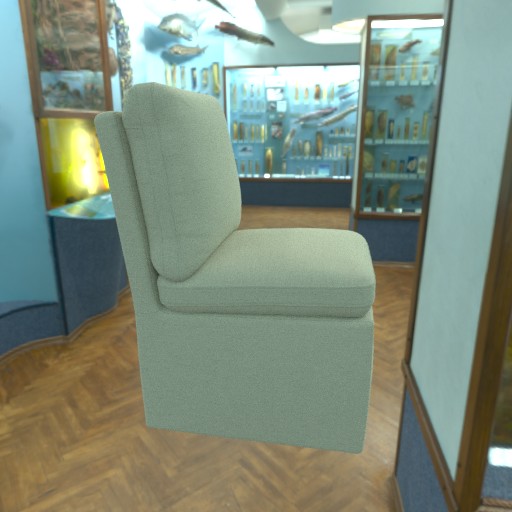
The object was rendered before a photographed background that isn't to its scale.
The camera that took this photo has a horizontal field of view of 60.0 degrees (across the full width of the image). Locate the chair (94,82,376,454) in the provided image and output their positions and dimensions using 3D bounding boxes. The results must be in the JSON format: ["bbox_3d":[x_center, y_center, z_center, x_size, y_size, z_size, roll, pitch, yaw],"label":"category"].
[{"bbox_3d":[0.000,0.000,1.307,0.698,0.927,0.503,3,16,10],"label":"chair"}]
